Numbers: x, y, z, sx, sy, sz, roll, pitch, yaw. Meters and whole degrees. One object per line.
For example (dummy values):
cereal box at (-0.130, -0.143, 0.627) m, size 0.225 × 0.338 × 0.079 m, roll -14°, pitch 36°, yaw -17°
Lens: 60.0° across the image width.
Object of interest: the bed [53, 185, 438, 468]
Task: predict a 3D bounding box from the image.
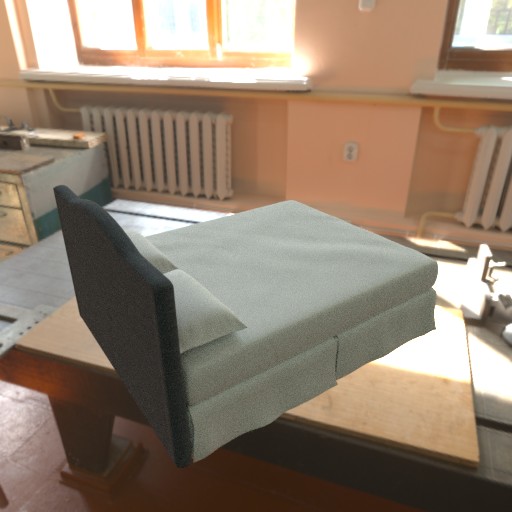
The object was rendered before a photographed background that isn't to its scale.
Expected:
bed at (0.000, 0.000, 3.909) m, size 2.689 × 1.457 × 2.161 m, roll -18°, pitch 32°, yaw -31°
